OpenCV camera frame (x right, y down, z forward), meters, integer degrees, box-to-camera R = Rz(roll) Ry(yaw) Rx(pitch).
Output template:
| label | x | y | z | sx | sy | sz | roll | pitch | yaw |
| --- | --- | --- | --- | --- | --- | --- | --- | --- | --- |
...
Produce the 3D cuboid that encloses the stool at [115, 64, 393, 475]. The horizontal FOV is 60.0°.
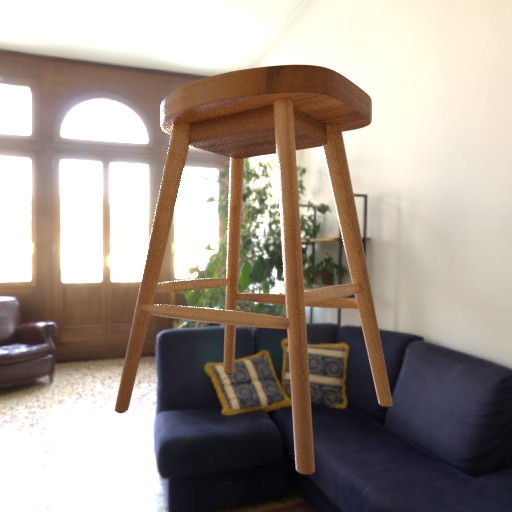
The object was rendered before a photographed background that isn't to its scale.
| label | x | y | z | sx | sy | sz | roll | pitch | yaw |
| --- | --- | --- | --- | --- | --- | --- | --- | --- | --- |
| stool | 0.000 | 0.000 | 0.887 | 0.440 | 0.615 | 0.361 | 0 | 1 | 36 |
